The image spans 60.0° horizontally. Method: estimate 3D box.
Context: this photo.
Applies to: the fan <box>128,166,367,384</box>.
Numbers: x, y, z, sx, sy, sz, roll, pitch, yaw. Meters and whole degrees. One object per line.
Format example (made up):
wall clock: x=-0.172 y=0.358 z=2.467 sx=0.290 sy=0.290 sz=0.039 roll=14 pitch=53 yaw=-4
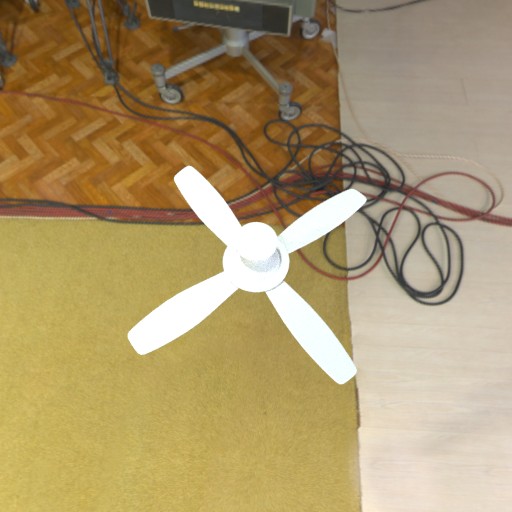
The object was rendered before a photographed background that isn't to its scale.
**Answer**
fan: x=0.000 y=0.000 z=2.574 sx=1.693 sy=0.382 sz=1.694 roll=-34 pitch=69 yaw=-15
